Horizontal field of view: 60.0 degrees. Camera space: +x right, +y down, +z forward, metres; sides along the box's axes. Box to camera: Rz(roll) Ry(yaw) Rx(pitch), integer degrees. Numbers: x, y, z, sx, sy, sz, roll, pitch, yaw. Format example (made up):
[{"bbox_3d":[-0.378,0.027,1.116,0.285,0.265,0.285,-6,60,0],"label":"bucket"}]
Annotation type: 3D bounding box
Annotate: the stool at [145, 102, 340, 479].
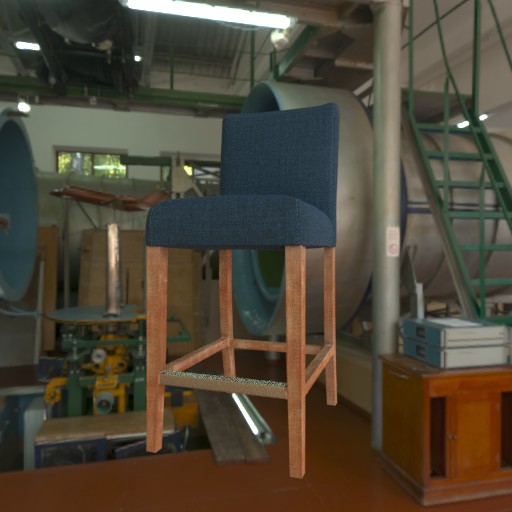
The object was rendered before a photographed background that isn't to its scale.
[{"bbox_3d":[0.000,0.000,1.357,0.454,1.039,0.567,0,1,20],"label":"stool"}]
